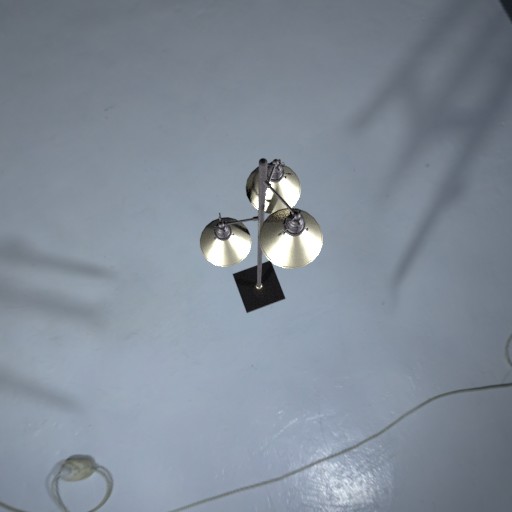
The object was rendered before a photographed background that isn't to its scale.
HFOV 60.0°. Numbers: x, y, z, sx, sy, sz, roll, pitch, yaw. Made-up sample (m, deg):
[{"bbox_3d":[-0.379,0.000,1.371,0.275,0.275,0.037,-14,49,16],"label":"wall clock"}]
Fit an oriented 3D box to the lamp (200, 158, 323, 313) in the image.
[{"bbox_3d":[0.000,0.000,1.917,0.415,1.716,0.428,-20,77,-5],"label":"lamp"}]
